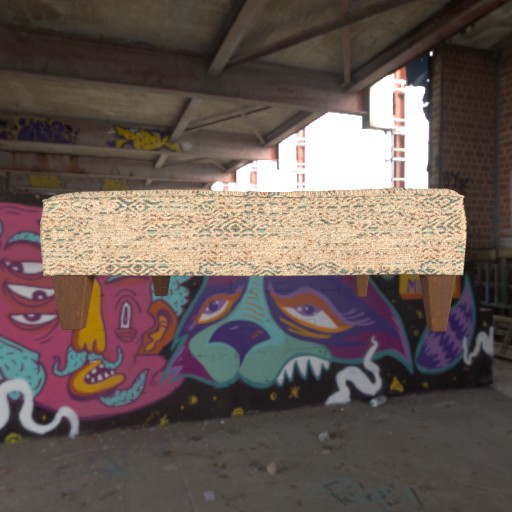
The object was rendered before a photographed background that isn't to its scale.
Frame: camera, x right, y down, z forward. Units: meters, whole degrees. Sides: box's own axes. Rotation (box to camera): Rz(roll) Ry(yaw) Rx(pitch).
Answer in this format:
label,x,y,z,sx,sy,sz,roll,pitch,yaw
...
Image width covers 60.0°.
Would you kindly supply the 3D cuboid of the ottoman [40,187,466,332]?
label,x,y,z,sx,sy,sz,roll,pitch,yaw
ottoman,0.000,0.000,1.512,1.004,0.356,0.968,0,0,2
